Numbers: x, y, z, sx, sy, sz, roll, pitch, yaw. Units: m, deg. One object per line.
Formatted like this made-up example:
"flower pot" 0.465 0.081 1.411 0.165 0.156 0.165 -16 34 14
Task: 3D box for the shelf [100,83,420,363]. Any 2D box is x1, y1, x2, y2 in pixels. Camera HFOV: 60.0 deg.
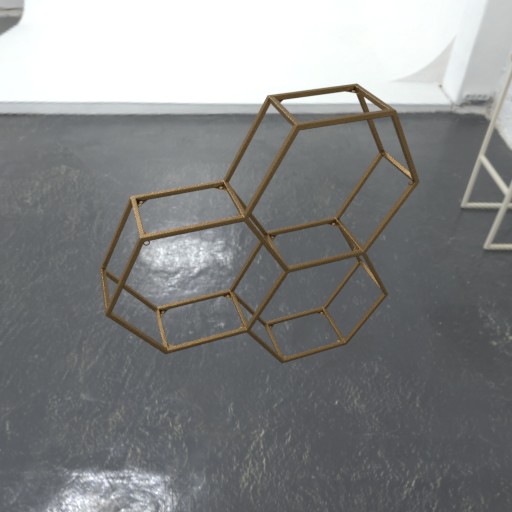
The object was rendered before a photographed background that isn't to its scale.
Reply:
"shelf" 0.000 0.000 1.052 0.708 0.701 0.150 -13 42 -14
